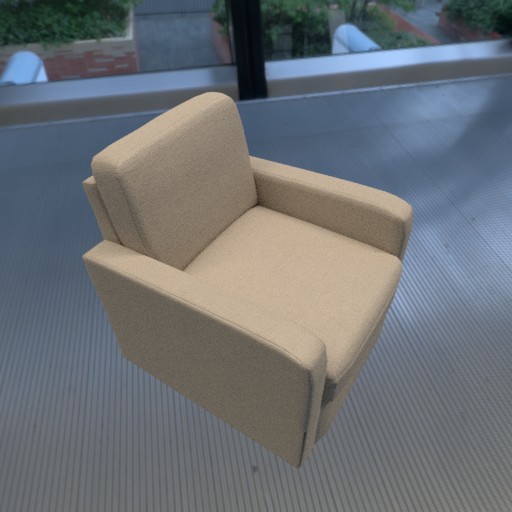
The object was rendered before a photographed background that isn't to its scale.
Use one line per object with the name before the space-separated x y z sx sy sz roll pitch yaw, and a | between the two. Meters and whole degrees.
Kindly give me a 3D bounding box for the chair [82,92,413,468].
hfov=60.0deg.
chair | 0.000 0.000 1.490 0.888 0.827 0.755 24 48 23
